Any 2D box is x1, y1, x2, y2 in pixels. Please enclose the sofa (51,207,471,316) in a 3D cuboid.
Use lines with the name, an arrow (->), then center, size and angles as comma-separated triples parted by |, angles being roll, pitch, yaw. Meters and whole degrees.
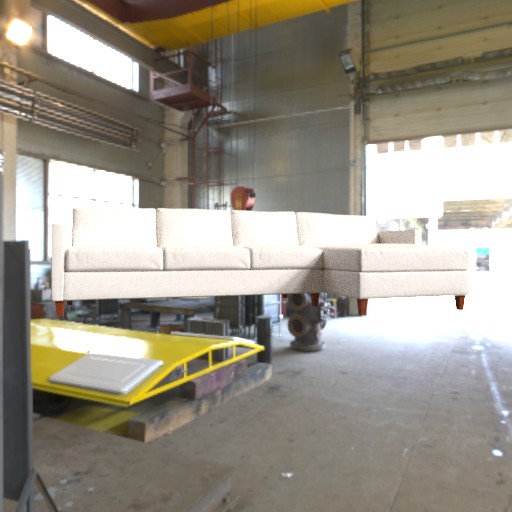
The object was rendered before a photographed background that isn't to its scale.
sofa -> 0.000, 0.000, 4.110 | 3.471, 0.954, 1.606 | 0, 1, -17
